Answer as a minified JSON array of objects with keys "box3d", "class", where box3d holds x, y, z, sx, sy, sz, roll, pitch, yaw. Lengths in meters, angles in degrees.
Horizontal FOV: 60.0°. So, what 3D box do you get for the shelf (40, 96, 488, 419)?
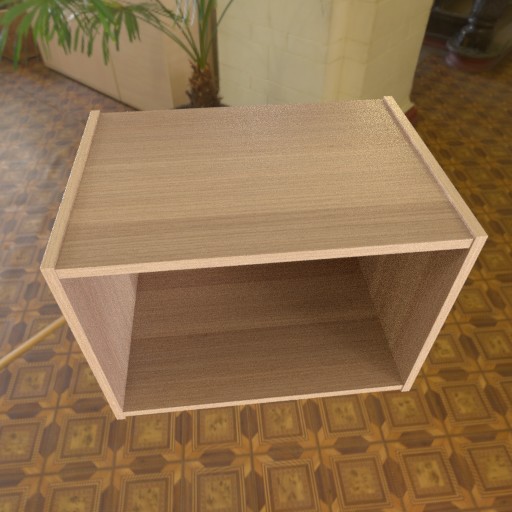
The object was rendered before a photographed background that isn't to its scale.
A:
[{"box3d":[0.000,0.000,0.616,0.415,0.305,0.290,-4,46,-4],"class":"shelf"}]
